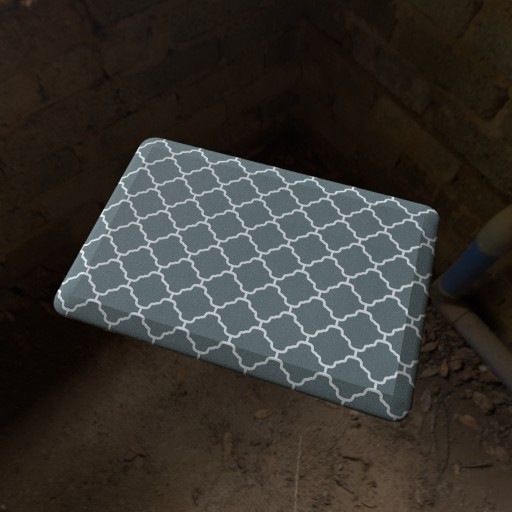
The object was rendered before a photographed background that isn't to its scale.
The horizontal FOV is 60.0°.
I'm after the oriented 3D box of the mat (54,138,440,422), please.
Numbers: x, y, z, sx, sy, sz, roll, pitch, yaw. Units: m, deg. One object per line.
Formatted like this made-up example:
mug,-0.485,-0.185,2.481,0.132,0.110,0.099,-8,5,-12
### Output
mat,0.000,0.000,0.985,0.762,0.021,0.508,16,64,8
